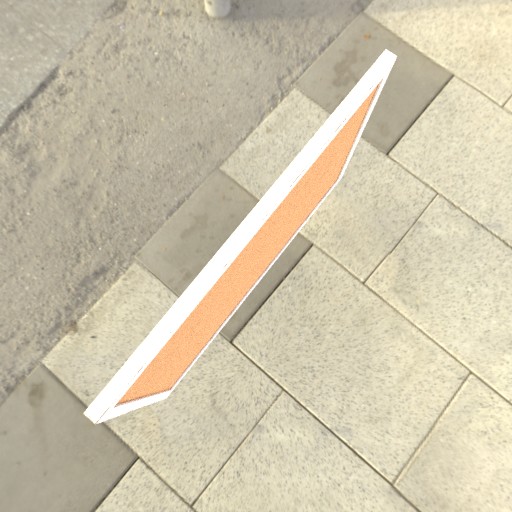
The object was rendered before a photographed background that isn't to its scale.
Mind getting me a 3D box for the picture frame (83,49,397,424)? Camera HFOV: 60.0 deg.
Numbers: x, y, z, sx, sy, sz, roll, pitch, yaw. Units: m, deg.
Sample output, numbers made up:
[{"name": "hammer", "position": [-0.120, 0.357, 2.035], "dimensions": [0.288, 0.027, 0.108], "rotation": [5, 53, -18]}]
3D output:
[{"name": "picture frame", "position": [0.000, 0.000, 1.180], "dimensions": [0.029, 0.640, 0.950], "rotation": [37, 79, 8]}]
